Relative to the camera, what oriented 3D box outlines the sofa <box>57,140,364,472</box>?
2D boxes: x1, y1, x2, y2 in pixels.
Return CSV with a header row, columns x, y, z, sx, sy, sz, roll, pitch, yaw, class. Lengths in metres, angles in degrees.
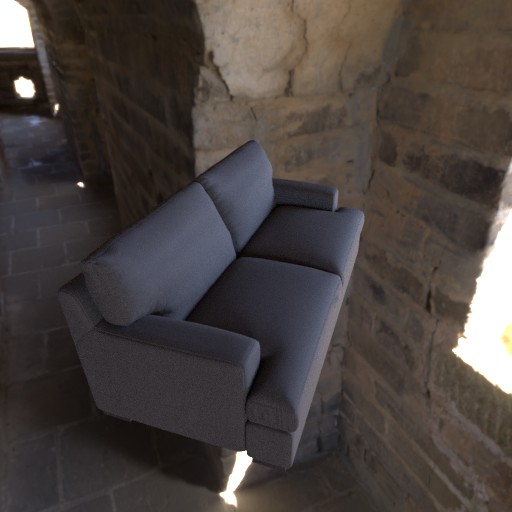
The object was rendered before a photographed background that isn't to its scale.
x,y,z,sx,sy,sz,roll,pitch,yaw,class
0.000,0.000,2.849,1.140,0.950,2.271,10,30,17,sofa
